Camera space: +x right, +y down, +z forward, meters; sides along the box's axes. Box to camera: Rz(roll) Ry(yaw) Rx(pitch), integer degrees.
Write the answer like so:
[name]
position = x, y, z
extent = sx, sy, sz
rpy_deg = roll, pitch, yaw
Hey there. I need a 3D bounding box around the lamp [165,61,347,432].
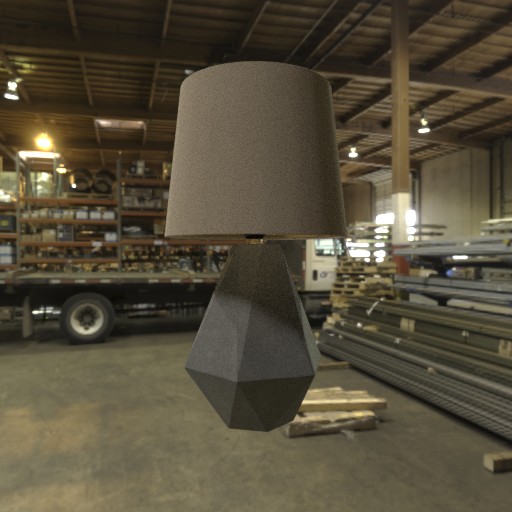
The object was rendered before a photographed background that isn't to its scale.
[lamp]
position = 0.000, 0.000, 0.684
extent = 0.276, 0.501, 0.276
rpy_deg = 0, 1, 0
